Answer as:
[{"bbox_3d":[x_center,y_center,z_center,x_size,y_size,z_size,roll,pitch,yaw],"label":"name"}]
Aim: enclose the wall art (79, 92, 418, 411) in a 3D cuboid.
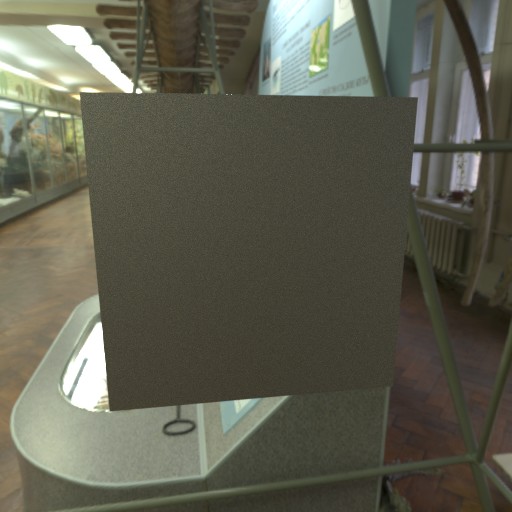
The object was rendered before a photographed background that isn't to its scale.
[{"bbox_3d":[0.000,0.000,0.514,0.350,0.350,0.038,-2,15,-9],"label":"wall art"}]
